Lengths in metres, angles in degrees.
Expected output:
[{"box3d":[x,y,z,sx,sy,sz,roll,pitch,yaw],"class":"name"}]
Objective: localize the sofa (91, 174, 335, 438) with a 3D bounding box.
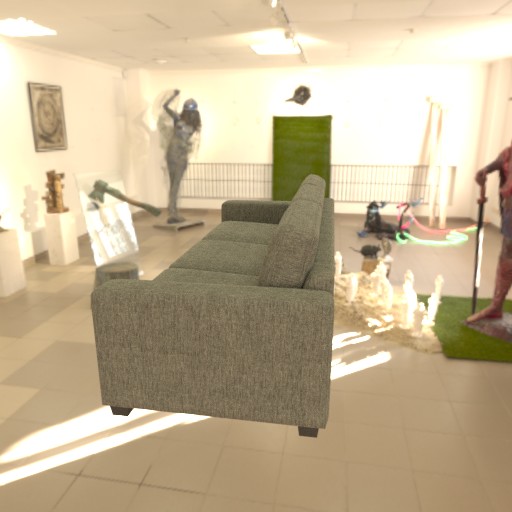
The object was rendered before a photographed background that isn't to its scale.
[{"box3d":[0.000,0.000,2.612,0.900,0.800,2.160,3,16,9],"class":"sofa"}]
